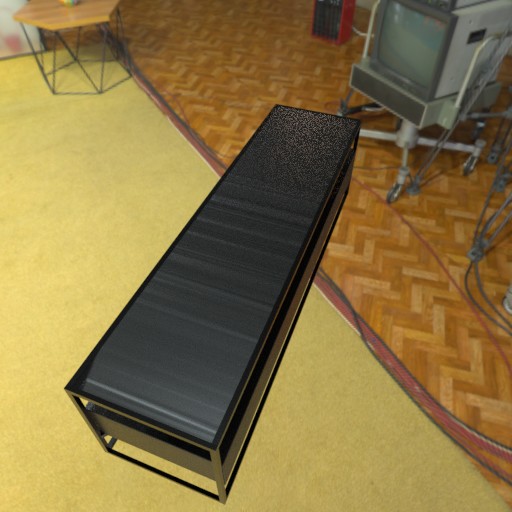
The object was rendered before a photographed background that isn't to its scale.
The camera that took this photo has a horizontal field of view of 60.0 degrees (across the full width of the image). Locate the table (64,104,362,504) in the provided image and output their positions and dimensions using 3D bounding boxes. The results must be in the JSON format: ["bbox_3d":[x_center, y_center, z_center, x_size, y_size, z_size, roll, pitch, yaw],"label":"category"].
[{"bbox_3d":[0.000,0.000,1.613,0.399,0.395,1.486,16,48,15],"label":"table"}]
